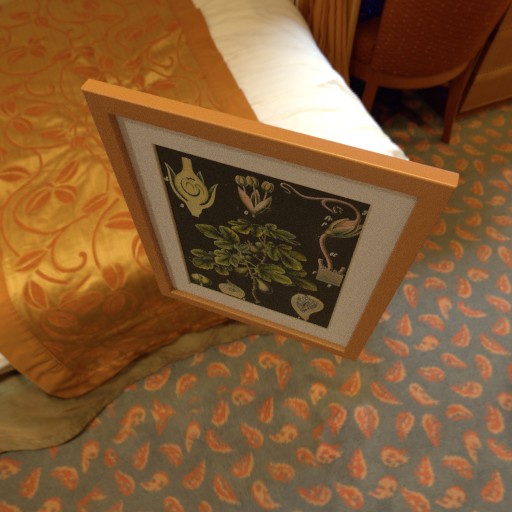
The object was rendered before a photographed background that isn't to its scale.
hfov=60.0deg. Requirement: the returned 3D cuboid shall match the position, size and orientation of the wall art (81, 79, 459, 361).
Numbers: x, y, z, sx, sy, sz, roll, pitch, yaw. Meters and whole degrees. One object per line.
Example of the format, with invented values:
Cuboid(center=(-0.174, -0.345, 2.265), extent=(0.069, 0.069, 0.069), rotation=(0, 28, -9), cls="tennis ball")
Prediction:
Cuboid(center=(0.000, 0.000, 0.507), extent=(0.310, 0.379, 0.015), rotation=(18, 60, 11), cls="wall art")
